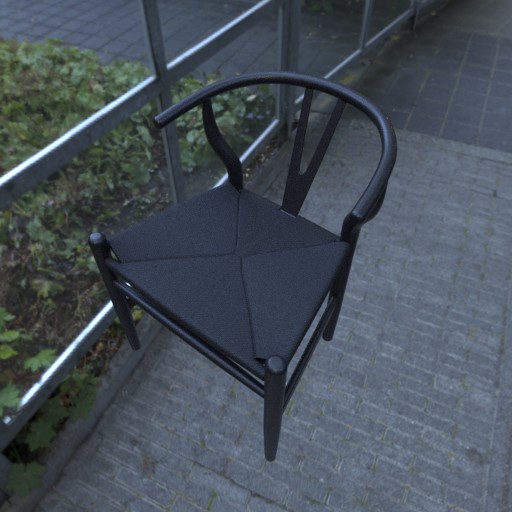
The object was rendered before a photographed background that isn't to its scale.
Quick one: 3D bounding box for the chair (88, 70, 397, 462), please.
[{"bbox_3d":[0.000,0.000,1.146,0.569,0.730,0.579,30,54,25],"label":"chair"}]
